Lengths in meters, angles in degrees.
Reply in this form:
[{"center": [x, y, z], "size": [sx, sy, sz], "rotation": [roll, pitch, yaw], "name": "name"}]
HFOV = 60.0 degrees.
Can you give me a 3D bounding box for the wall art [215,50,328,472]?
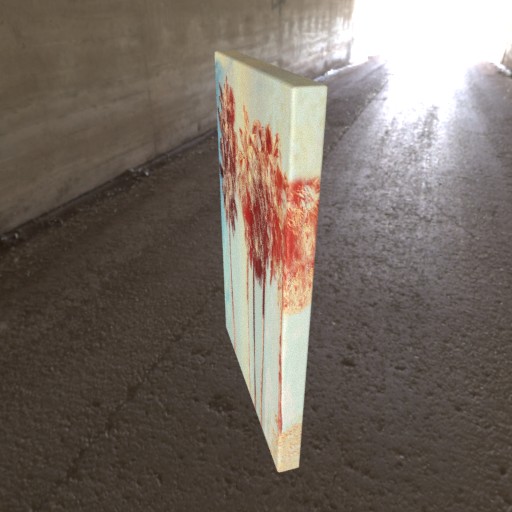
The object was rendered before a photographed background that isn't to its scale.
[{"center": [0.000, 0.000, 0.760], "size": [0.038, 0.610, 0.401], "rotation": [-8, 31, -14], "name": "wall art"}]
